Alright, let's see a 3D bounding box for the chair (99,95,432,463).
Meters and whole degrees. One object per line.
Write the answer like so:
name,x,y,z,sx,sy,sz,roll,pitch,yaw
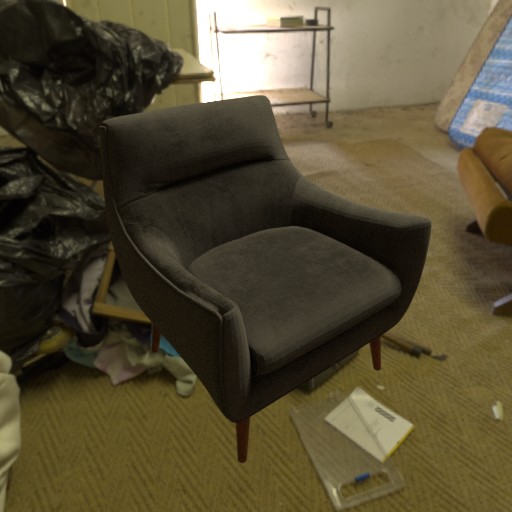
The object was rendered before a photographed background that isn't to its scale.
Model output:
chair,0.000,0.000,1.433,0.762,0.838,0.787,-21,37,-31
